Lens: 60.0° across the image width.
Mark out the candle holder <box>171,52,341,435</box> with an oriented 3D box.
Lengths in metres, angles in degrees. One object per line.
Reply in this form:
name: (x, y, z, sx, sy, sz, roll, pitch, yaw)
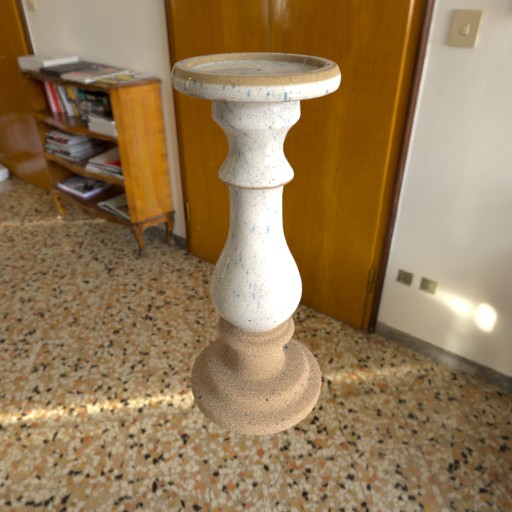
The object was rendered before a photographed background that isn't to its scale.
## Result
candle holder: (0.000, 0.000, 0.251, 0.088, 0.203, 0.088, 0, 31, 0)
